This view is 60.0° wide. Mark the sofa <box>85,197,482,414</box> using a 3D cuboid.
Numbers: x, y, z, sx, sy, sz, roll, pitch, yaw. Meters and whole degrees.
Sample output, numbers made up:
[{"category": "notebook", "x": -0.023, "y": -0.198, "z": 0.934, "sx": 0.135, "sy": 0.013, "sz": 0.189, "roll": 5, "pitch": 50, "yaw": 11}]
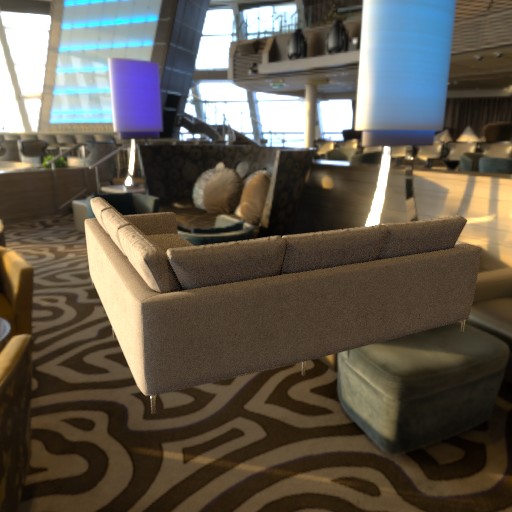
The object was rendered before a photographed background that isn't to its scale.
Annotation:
[{"category": "sofa", "x": 0.000, "y": 0.000, "z": 3.686, "sx": 2.438, "sy": 0.864, "sz": 2.438, "roll": -8, "pitch": 17, "yaw": -25}]
